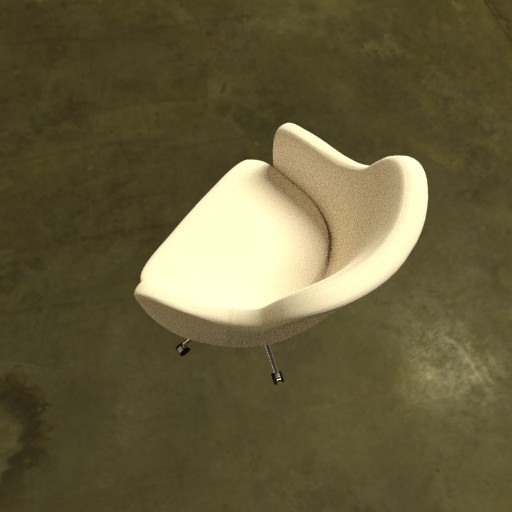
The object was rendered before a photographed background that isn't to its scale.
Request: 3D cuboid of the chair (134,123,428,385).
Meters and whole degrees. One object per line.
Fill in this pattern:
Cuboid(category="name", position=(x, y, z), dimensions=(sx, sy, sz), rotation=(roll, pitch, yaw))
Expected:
Cuboid(category="chair", position=(0.000, 0.000, 1.193), dimensions=(0.647, 0.819, 0.602), rotation=(32, 68, 15))
